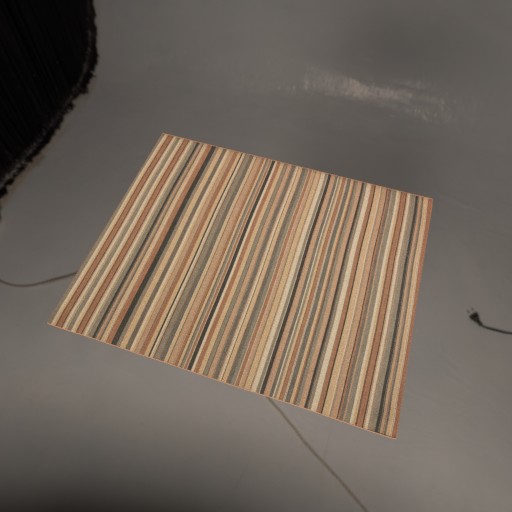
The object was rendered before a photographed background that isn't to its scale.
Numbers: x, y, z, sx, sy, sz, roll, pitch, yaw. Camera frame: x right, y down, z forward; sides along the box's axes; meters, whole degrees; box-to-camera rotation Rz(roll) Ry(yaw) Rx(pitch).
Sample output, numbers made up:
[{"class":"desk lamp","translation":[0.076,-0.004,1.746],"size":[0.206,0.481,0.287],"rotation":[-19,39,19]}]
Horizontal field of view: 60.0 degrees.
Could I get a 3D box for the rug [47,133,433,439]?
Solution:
[{"class":"rug","translation":[0.000,0.000,4.213],"size":[3.045,0.011,2.436],"rotation":[16,60,9]}]
